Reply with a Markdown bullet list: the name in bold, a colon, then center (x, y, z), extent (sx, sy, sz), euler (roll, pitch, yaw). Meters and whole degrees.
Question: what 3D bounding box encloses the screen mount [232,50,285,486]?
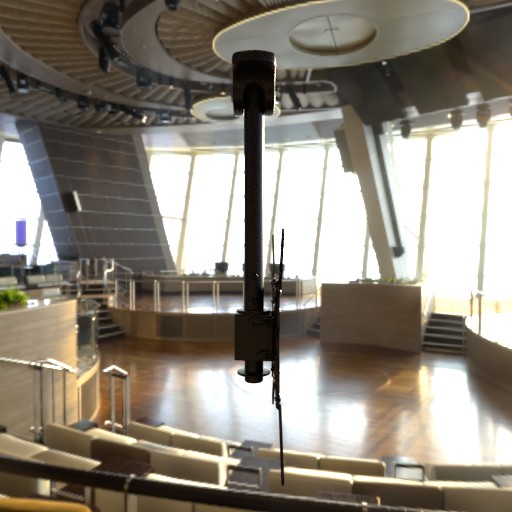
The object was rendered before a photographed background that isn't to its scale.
- **screen mount**: center (0.000, 0.000, 0.890), extent (0.090, 0.729, 0.393), euler (0, 1, 0)
